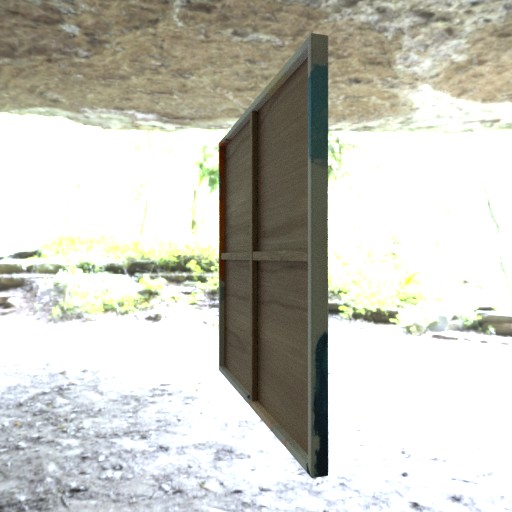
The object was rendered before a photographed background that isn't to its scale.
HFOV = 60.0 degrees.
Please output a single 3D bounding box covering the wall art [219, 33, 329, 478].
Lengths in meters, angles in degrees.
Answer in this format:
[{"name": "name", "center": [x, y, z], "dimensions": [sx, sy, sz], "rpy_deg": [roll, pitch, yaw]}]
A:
[{"name": "wall art", "center": [0.000, 0.000, 1.502], "dimensions": [0.044, 1.017, 1.017], "rpy_deg": [0, 0, -17]}]
